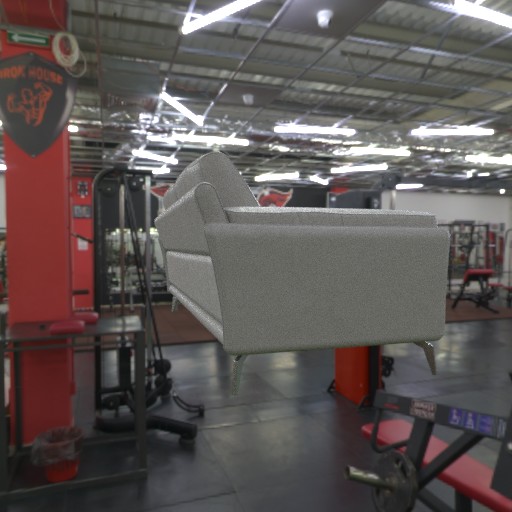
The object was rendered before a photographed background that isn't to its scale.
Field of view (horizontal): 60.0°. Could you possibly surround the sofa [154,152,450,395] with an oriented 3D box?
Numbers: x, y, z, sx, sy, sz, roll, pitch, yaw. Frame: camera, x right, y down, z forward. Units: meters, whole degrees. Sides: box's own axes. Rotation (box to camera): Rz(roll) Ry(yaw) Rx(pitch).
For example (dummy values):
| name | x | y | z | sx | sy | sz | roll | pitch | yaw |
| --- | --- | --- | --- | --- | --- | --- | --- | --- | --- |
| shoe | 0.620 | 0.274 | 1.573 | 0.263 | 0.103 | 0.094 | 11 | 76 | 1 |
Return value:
| name | x | y | z | sx | sy | sz | roll | pitch | yaw |
| --- | --- | --- | --- | --- | --- | --- | --- | --- | --- |
| sofa | 0.000 | 0.000 | 2.637 | 1.049 | 0.930 | 2.101 | 0 | 2 | -17 |
